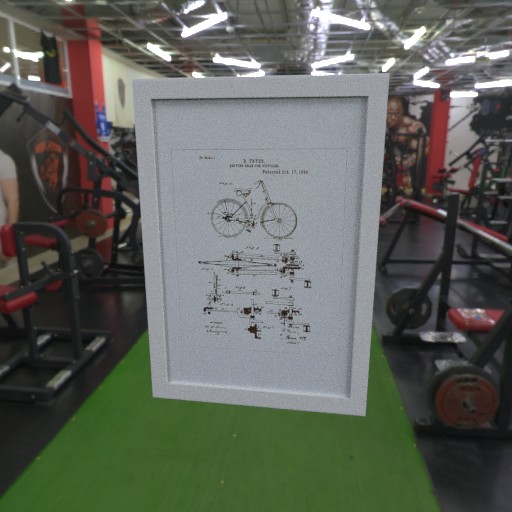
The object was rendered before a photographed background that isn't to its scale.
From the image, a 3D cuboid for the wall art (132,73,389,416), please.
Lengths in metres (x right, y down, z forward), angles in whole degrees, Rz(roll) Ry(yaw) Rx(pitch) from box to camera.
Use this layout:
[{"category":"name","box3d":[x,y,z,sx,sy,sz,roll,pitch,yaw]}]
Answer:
[{"category":"wall art","box3d":[0.000,0.000,0.632,0.332,0.477,0.015,2,15,9]}]
